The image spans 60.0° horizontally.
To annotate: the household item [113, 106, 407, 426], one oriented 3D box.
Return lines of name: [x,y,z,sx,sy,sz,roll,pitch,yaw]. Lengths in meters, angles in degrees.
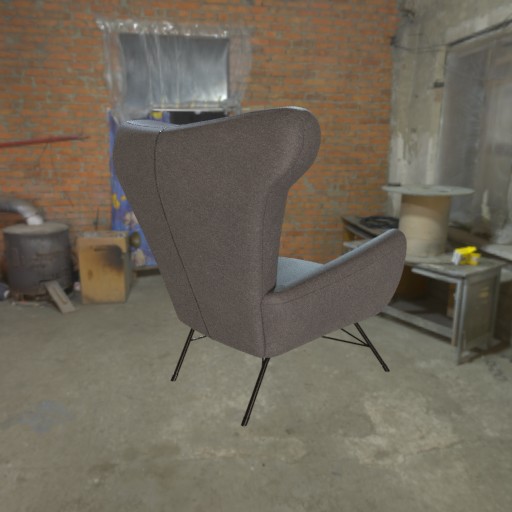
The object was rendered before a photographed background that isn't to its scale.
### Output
household item: [0.000,0.000,1.764,0.900,1.050,0.980,-13,19,-43]
